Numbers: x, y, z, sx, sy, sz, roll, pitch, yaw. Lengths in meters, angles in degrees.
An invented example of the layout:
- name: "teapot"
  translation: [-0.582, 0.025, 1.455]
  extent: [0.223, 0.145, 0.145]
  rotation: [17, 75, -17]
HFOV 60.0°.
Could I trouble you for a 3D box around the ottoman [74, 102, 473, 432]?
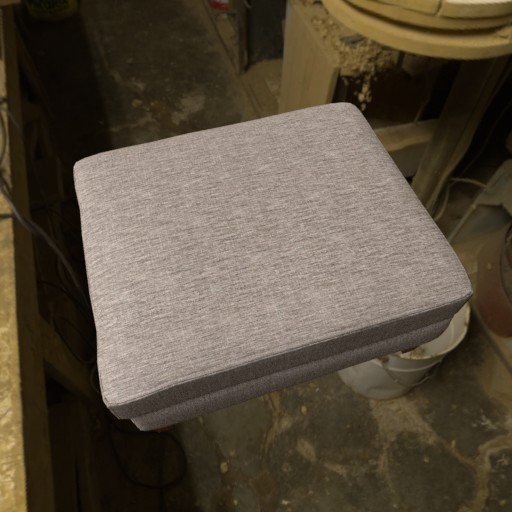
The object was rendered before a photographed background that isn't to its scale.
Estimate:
- name: "ottoman"
  translation: [0.000, 0.000, 1.453]
  extent: [0.994, 0.492, 0.839]
  rotation: [-15, 59, -9]
